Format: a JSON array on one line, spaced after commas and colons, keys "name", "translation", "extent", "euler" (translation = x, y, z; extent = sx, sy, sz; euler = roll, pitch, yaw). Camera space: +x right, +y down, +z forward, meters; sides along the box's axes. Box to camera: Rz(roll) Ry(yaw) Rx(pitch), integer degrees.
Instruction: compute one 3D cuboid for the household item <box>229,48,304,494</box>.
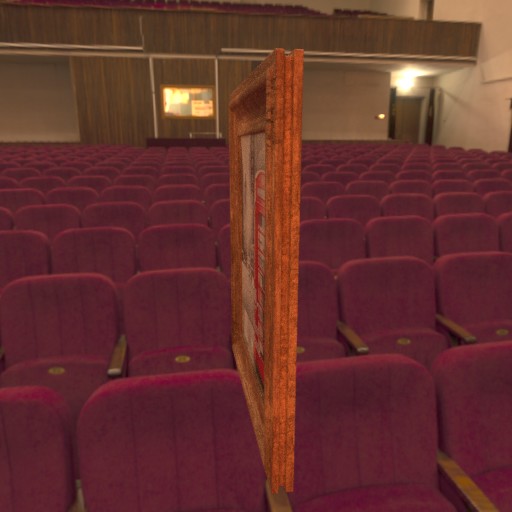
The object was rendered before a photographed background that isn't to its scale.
[{"name": "household item", "translation": [0.000, 0.000, 0.316], "extent": [0.018, 0.237, 0.186], "euler": [-2, 14, -9]}]
